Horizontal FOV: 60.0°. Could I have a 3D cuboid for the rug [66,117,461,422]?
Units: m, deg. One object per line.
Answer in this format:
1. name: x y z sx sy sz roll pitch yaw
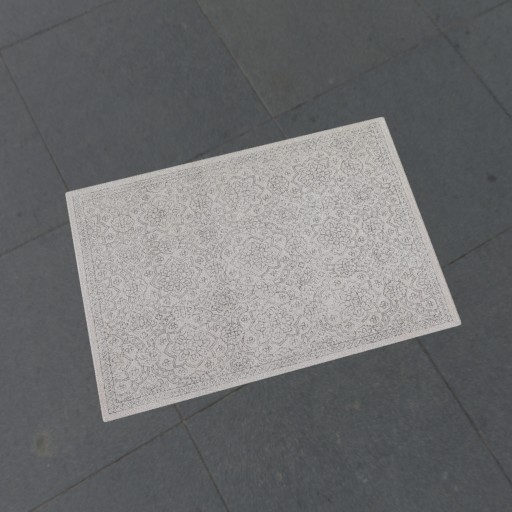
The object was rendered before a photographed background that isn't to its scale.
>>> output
1. rug: 0.000 0.000 2.907 2.286 0.011 1.524 -14 76 -4
